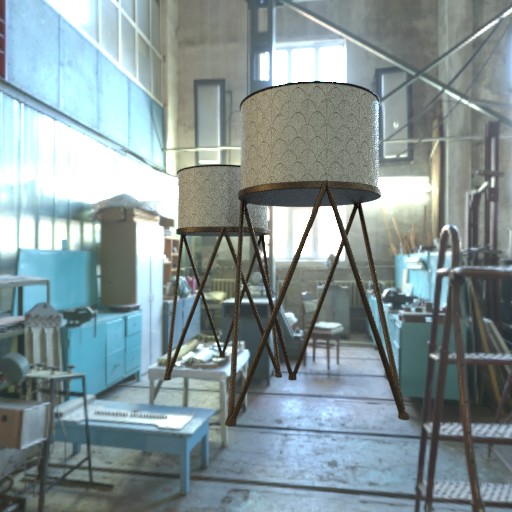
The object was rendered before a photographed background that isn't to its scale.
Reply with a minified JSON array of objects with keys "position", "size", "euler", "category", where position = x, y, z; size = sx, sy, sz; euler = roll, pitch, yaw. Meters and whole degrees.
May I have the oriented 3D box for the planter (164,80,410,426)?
[{"position":[0.000,0.000,1.199],"size":[0.413,0.712,0.769],"euler":[0,0,-35],"category":"planter"}]
